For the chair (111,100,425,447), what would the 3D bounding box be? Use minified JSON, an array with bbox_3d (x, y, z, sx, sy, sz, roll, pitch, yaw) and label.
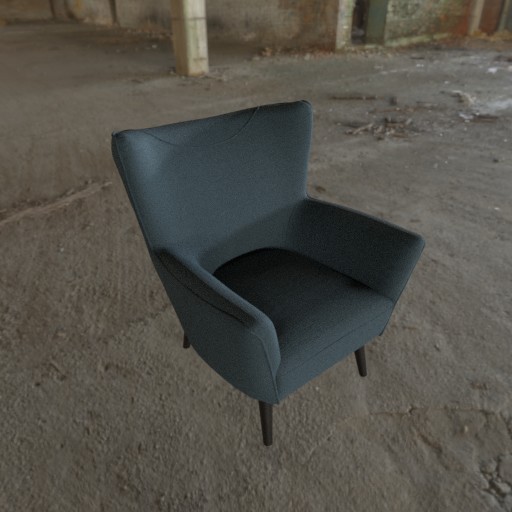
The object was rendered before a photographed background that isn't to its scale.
[{"bbox_3d":[0.000,0.000,1.605,0.781,0.933,0.888,-23,38,-33],"label":"chair"}]
